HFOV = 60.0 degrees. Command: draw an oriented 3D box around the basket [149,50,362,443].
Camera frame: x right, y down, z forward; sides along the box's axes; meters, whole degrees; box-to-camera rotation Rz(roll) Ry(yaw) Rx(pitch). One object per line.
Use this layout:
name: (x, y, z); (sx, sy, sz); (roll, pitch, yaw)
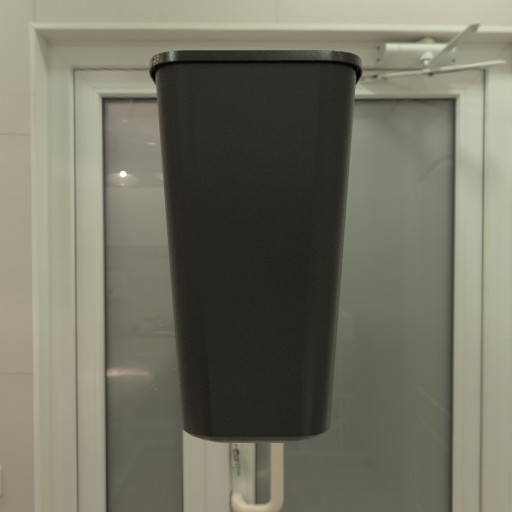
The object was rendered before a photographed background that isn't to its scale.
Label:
basket: (0.000, 0.000, 0.752); (0.287, 0.521, 0.394); (0, 1, 0)
